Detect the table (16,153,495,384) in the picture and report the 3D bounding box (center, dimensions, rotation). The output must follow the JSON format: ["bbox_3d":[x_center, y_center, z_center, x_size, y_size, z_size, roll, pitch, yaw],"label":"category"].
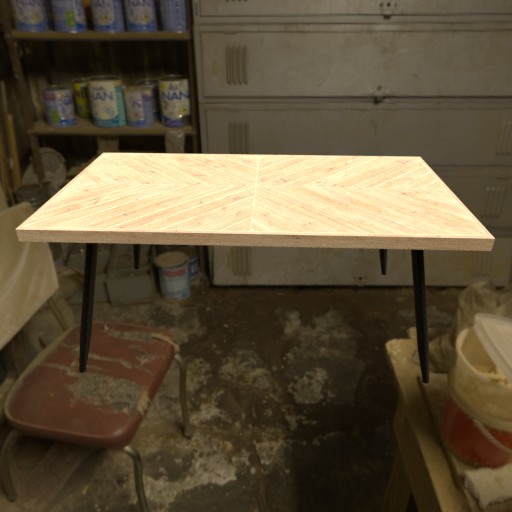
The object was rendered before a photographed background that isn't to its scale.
[{"bbox_3d":[0.000,0.000,2.284,1.803,0.762,0.991,1,30,2],"label":"table"}]
